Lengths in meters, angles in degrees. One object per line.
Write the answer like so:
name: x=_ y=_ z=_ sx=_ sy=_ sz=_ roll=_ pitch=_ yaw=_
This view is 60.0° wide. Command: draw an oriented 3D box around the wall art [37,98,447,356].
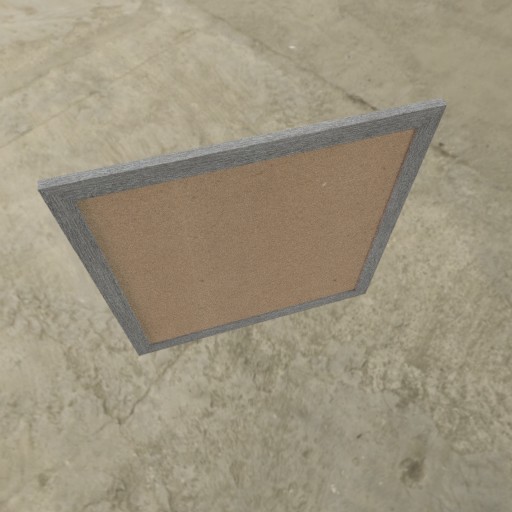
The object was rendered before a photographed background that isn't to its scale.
wall art: x=0.000 y=0.000 z=1.004 sx=0.685 sy=0.685 sz=0.020 roll=-14 pitch=58 yaw=-9
